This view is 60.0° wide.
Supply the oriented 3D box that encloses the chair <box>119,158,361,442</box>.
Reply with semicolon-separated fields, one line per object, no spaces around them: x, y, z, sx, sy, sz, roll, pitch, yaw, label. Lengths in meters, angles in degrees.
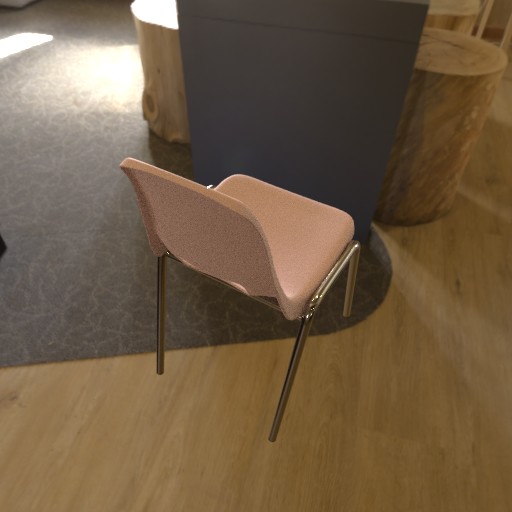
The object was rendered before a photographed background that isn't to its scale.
0.000;0.000;0.965;0.381;0.704;0.436;24;52;20;chair
